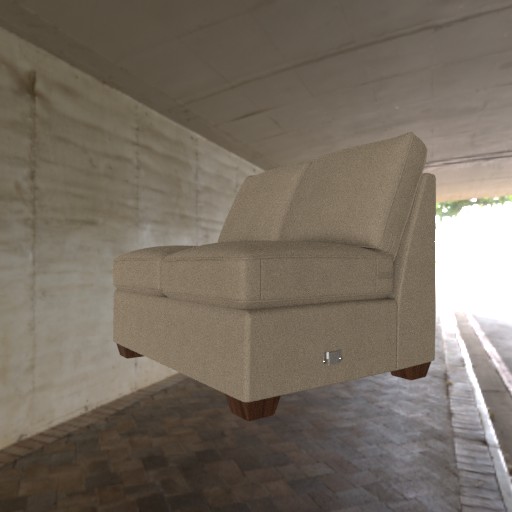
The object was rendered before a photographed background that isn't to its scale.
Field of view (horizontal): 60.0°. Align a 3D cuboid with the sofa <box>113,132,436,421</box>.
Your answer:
[{"bbox_3d":[0.000,0.000,2.047,0.978,1.006,1.232,0,-1,-36],"label":"sofa"}]
